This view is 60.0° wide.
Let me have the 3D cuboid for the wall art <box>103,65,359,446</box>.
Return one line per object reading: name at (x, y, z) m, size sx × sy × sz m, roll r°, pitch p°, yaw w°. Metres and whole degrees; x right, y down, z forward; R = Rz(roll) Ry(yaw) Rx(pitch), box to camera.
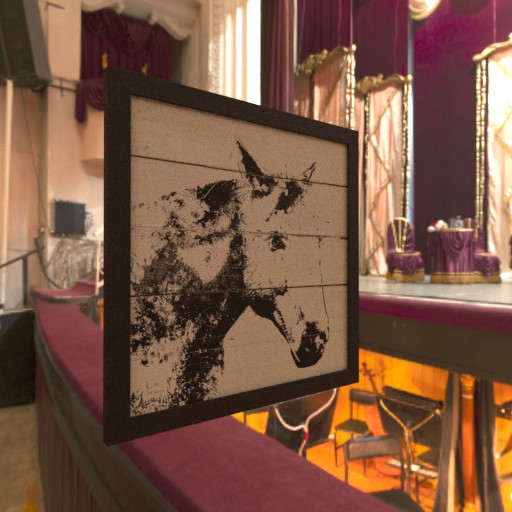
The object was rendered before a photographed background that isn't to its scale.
wall art at (0.000, 0.000, 1.501) m, size 1.016 × 1.016 × 0.038 m, roll 0°, pitch -1°, yaw -37°
